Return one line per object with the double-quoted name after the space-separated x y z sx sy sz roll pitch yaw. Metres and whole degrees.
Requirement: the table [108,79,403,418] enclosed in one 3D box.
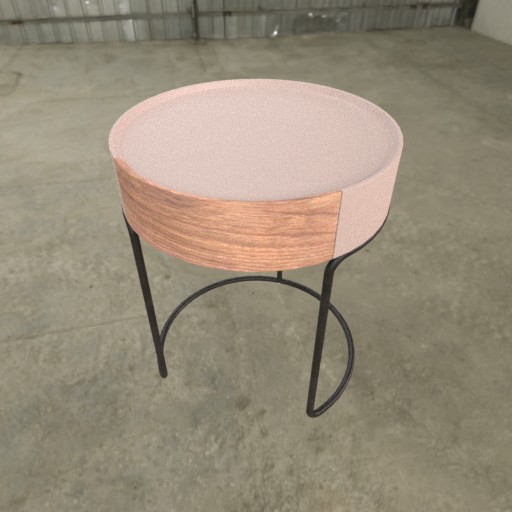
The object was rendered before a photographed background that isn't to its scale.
0.000 0.000 0.862 0.450 0.530 0.450 0 39 0 "table"
